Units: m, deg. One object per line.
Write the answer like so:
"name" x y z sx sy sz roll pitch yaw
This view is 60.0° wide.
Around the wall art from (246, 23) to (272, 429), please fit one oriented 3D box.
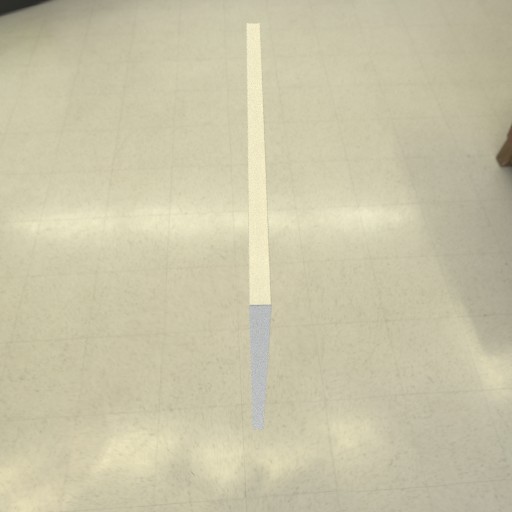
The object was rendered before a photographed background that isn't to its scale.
"wall art" 0.000 0.000 0.738 0.020 0.536 0.444 -1 58 -1
